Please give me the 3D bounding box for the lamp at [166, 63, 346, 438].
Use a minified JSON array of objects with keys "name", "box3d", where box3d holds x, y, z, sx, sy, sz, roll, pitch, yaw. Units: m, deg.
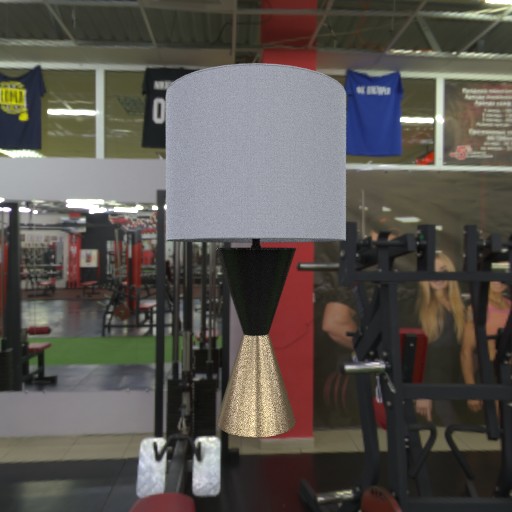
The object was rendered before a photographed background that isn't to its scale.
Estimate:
[{"name":"lamp","box3d":[0.000,0.000,0.766,0.304,0.573,0.304,0,1,-1]}]
